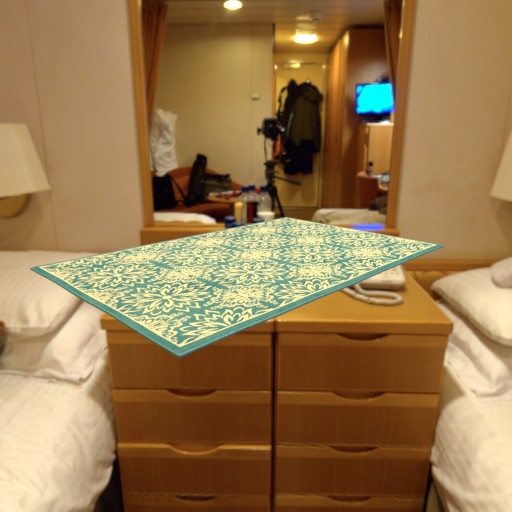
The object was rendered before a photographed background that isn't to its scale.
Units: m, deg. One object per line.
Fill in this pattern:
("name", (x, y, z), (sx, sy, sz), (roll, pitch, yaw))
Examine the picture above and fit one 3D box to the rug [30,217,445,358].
("rug", (0.000, 0.000, 3.503), (2.769, 0.018, 1.830), (-15, 22, -43))
